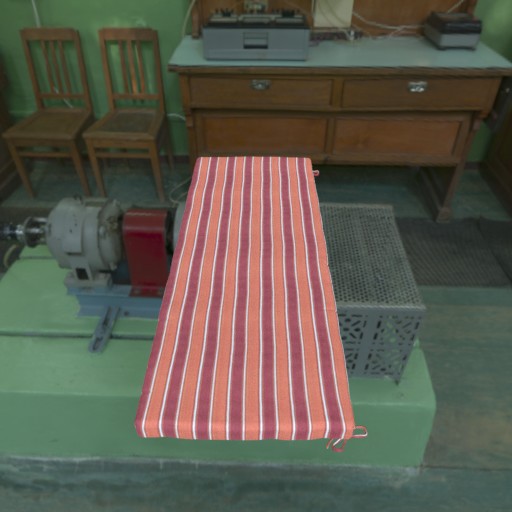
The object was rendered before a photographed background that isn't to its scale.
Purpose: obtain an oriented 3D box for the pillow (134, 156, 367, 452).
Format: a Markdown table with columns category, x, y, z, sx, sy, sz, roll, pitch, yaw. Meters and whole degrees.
| category | x | y | z | sx | sy | sz | roll | pitch | yaw |
| --- | --- | --- | --- | --- | --- | --- | --- | --- | --- |
| pillow | 0.000 | 0.000 | 1.349 | 0.492 | 0.081 | 1.187 | 0 | 40 | 1 |
